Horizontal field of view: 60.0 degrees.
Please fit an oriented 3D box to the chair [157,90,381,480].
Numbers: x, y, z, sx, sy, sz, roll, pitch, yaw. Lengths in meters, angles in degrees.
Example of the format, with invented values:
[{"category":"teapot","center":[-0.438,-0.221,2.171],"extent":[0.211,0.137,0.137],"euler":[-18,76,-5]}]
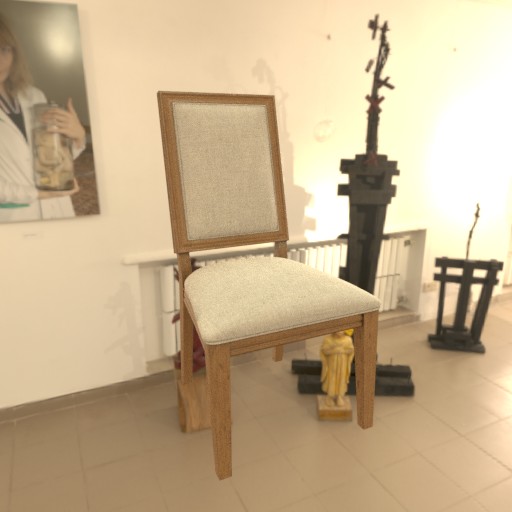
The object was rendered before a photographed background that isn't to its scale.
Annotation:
[{"category":"chair","center":[0.000,0.000,1.371],"extent":[0.536,0.988,0.601],"euler":[-7,17,-25]}]
